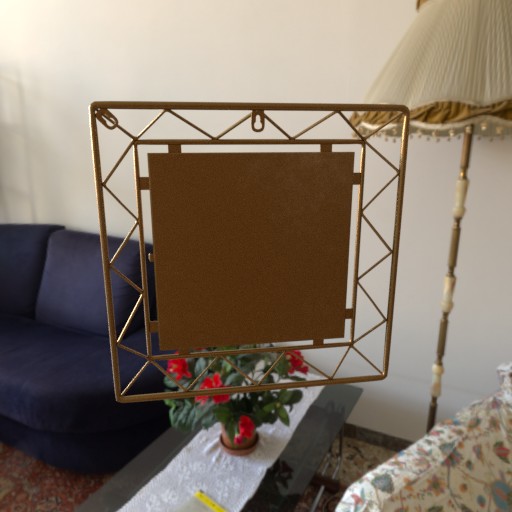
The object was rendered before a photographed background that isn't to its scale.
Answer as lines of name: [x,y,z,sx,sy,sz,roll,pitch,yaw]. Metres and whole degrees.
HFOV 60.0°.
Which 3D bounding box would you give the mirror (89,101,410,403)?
mirror: [0.000,0.000,0.635,0.416,0.414,0.046,-2,15,-9]
